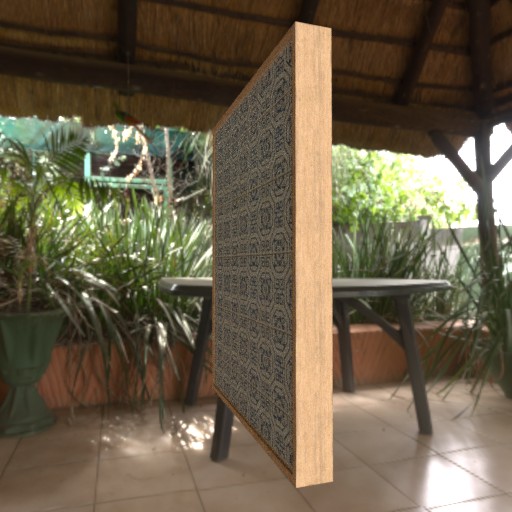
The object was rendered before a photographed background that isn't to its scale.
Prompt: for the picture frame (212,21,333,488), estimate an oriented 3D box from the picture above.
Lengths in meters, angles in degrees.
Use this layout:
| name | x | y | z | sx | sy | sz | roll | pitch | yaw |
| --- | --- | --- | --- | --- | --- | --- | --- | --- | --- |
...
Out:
| name | x | y | z | sx | sy | sz | roll | pitch | yaw |
| --- | --- | --- | --- | --- | --- | --- | --- | --- | --- |
| picture frame | 0.000 | 0.000 | 0.706 | 0.046 | 0.526 | 0.421 | 0 | -1 | -18 |
